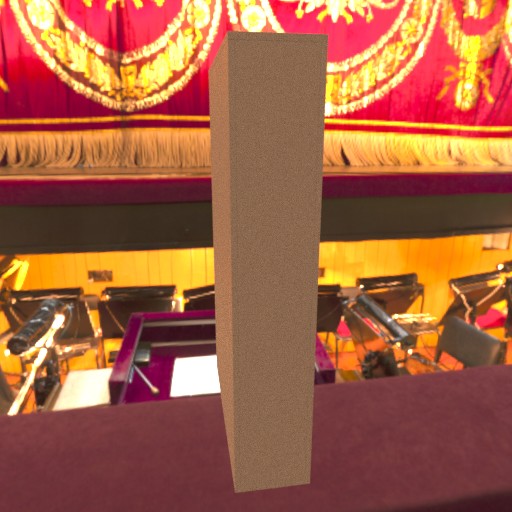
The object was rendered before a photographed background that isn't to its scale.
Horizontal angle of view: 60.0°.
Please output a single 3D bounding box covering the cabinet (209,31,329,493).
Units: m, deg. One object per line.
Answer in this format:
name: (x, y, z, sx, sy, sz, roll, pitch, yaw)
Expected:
cabinet: (0.000, 0.000, 1.548, 0.250, 1.280, 0.750, -3, 16, -9)
